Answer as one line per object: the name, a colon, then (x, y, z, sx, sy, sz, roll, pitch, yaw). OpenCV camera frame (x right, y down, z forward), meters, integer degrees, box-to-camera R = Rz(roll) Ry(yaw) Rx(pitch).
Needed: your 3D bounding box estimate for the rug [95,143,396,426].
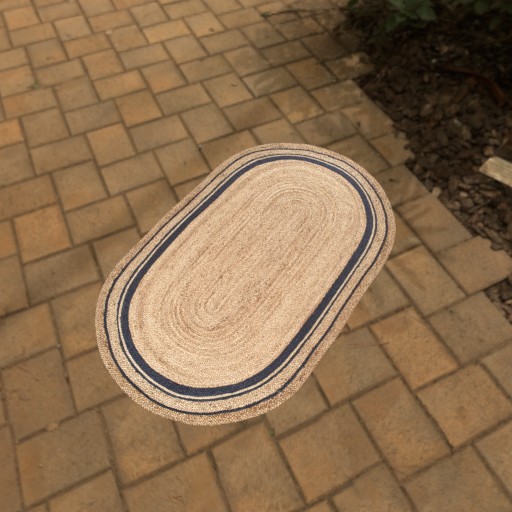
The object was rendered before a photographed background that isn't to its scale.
rug: (0.000, 0.000, 3.087, 1.520, 0.006, 2.432, 31, 62, 19)
